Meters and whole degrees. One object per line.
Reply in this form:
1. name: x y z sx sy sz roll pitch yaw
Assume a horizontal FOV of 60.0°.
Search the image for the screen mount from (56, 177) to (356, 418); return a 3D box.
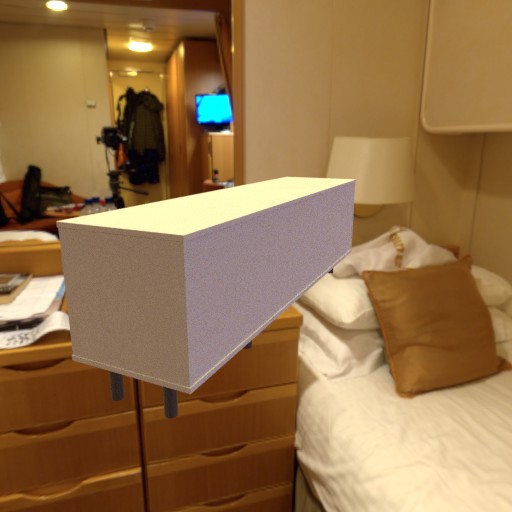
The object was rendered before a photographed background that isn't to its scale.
1. screen mount: 0.000 0.000 1.837 0.418 0.520 1.600 7 16 25
